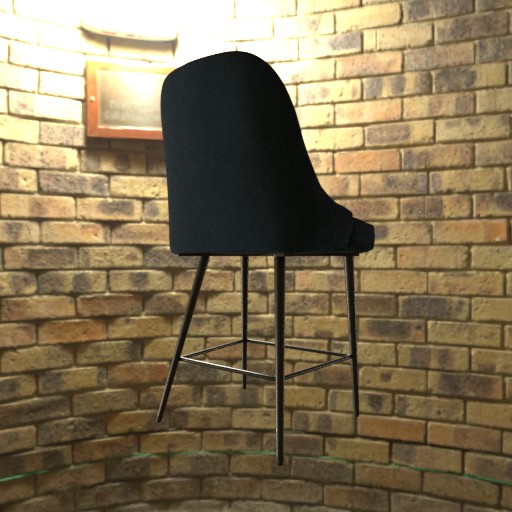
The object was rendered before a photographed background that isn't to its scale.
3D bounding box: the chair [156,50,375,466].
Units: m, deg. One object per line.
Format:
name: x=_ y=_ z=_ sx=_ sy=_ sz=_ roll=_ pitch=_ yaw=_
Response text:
chair: x=0.000 y=0.000 z=1.242 sx=0.526 sy=0.927 sz=0.489 roll=0 pitch=0 yaw=38
